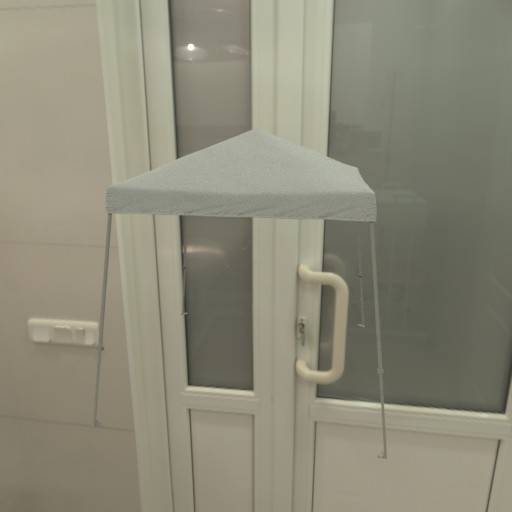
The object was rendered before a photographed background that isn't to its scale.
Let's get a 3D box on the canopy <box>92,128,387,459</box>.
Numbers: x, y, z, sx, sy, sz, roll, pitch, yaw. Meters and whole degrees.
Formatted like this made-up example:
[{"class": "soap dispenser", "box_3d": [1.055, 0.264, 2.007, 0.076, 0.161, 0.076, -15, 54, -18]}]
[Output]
[{"class": "canopy", "box_3d": [0.000, 0.000, 5.151, 2.848, 2.849, 2.849, 3, 16, 9]}]
